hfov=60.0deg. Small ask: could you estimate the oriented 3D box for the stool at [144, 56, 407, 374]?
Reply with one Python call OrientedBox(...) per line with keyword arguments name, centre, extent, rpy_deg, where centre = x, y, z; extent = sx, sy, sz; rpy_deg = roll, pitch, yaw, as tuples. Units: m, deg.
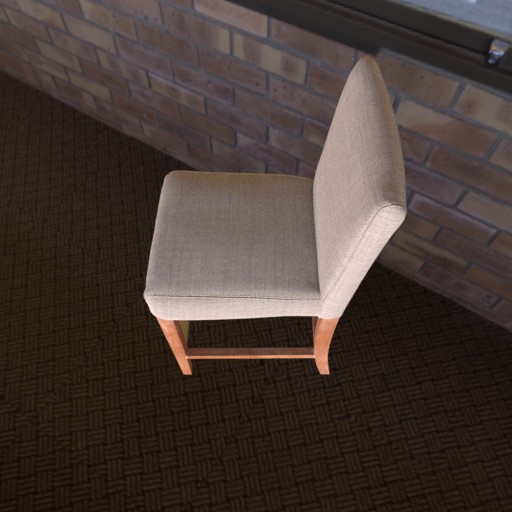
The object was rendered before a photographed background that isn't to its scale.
OrientedBox(name="stool", centre=(0.000, 0.000, 1.319), extent=(0.567, 1.039, 0.454), rpy_deg=(1, 59, 0))
